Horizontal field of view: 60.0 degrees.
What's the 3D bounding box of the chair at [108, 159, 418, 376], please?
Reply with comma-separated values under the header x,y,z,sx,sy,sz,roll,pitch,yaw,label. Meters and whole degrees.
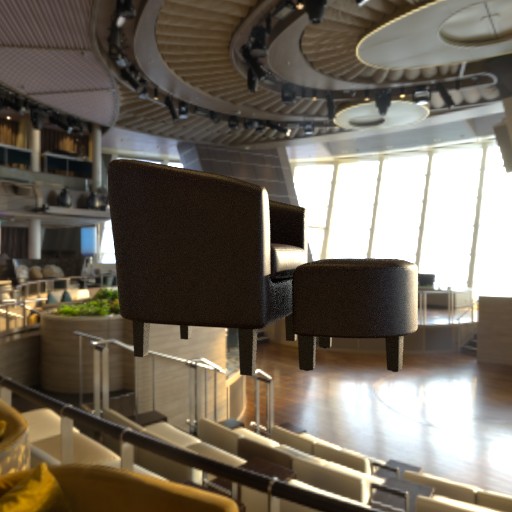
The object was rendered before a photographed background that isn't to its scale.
x,y,z,sx,sy,sz,roll,pitch,yaw,label
0.000,0.000,1.714,1.176,0.755,0.737,0,0,18,chair
